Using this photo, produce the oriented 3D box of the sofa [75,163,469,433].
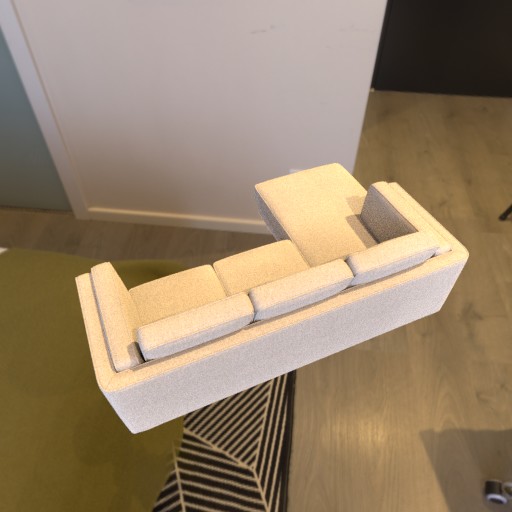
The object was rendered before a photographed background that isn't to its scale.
[{"bbox_3d":[0.000,0.000,3.240,2.411,0.929,1.604,-18,49,-16],"label":"sofa"}]
